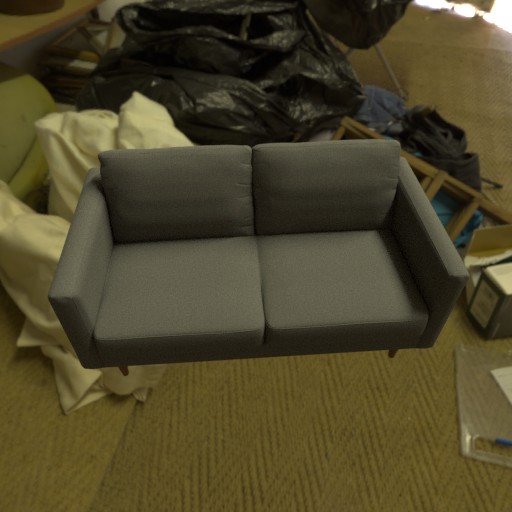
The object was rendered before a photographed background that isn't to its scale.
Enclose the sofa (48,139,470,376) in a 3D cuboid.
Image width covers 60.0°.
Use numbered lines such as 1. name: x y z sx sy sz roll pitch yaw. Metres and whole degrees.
1. sofa: 0.000 0.000 2.217 1.713 0.866 0.940 -3 46 -3
